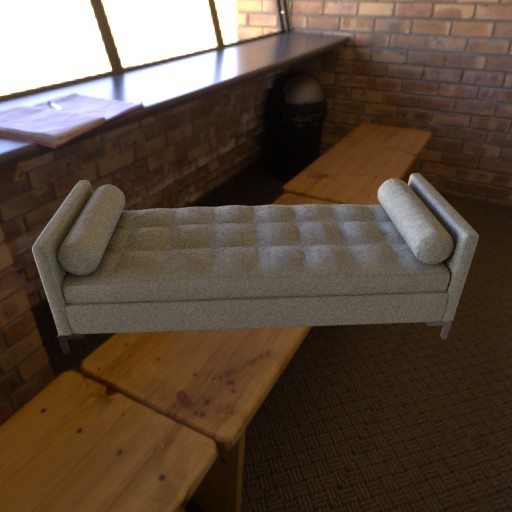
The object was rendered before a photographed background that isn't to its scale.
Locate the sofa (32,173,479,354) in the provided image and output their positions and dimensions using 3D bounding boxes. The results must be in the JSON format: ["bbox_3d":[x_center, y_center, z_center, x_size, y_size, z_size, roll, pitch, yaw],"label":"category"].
[{"bbox_3d":[0.000,0.000,2.535,2.102,0.657,0.797,-2,33,-3],"label":"sofa"}]
